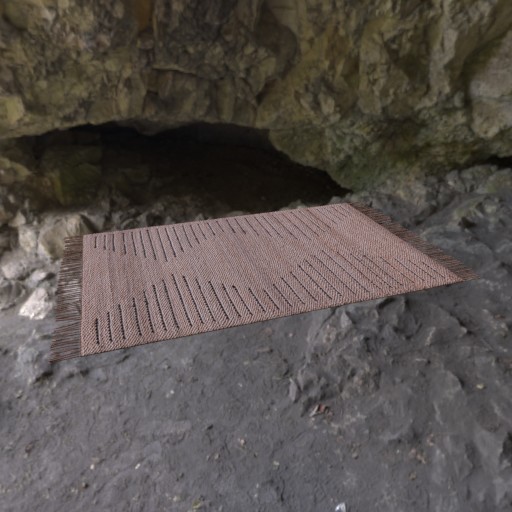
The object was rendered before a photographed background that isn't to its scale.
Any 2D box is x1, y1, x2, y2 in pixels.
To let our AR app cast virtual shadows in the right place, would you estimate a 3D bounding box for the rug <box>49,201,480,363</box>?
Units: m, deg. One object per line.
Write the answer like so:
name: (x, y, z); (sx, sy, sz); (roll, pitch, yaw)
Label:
rug: (0.000, 0.000, 2.491); (2.085, 0.027, 1.224); (-9, 28, -17)
